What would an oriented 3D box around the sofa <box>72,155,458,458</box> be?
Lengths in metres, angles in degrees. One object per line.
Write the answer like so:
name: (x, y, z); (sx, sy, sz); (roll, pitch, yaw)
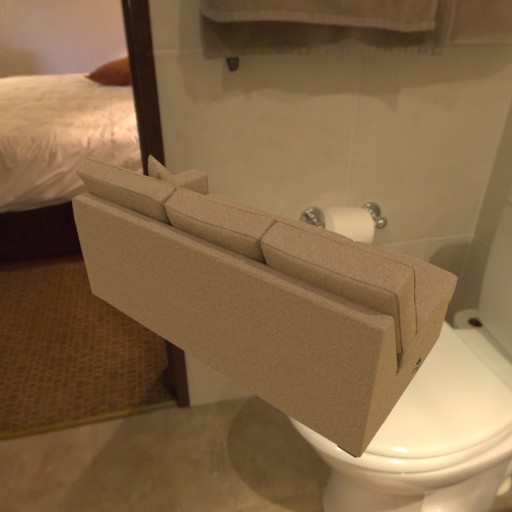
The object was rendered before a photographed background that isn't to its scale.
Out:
sofa: (0.000, 0.000, 2.511); (1.963, 0.946, 1.034); (22, 37, 32)
